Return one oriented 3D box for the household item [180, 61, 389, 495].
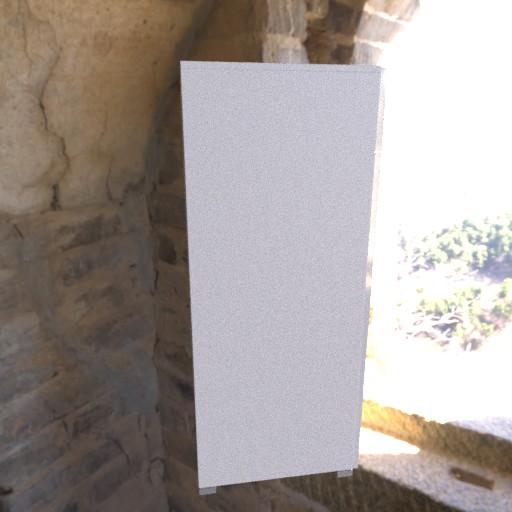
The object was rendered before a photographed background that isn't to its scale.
[{"bbox_3d":[0.000,0.000,1.384,0.420,1.010,0.790,-3,16,-9],"label":"household item"}]
